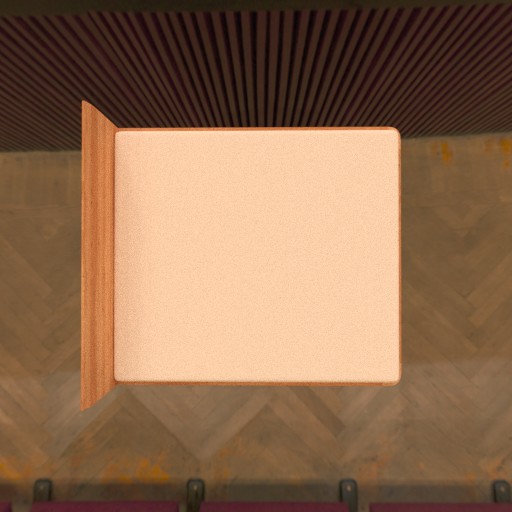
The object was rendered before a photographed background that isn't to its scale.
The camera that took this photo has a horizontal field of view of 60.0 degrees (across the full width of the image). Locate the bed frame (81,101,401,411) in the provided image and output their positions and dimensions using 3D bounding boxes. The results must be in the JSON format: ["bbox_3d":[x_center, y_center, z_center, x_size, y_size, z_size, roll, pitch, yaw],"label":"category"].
[{"bbox_3d":[0.000,0.000,3.123,2.092,0.940,1.872,0,89,1],"label":"bed frame"}]
